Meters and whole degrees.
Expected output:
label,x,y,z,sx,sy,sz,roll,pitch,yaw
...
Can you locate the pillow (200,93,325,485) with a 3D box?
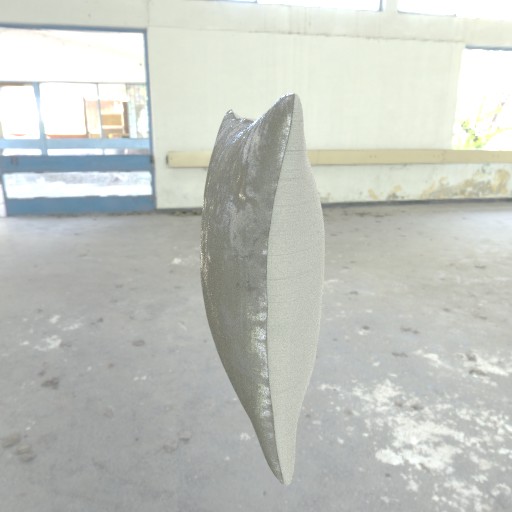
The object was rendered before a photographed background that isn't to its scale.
label,x,y,z,sx,sy,sz,roll,pitch,yaw
pillow,0.000,0.000,0.707,0.175,0.464,0.470,-3,16,-9
